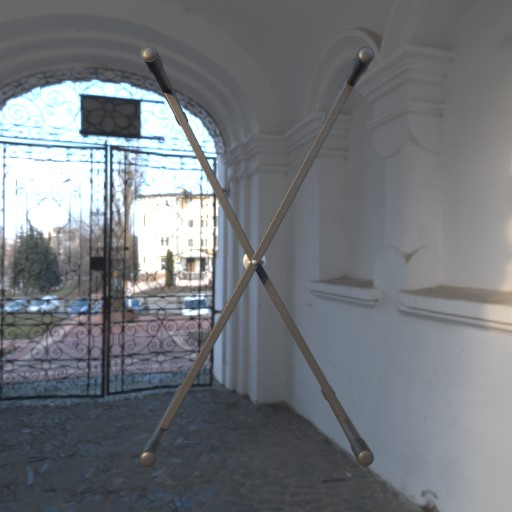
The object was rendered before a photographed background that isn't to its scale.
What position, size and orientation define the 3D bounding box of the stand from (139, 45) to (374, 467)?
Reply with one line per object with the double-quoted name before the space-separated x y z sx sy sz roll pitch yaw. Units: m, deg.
"stand" 0.000 0.000 1.188 0.503 0.900 0.495 0 0 -1
